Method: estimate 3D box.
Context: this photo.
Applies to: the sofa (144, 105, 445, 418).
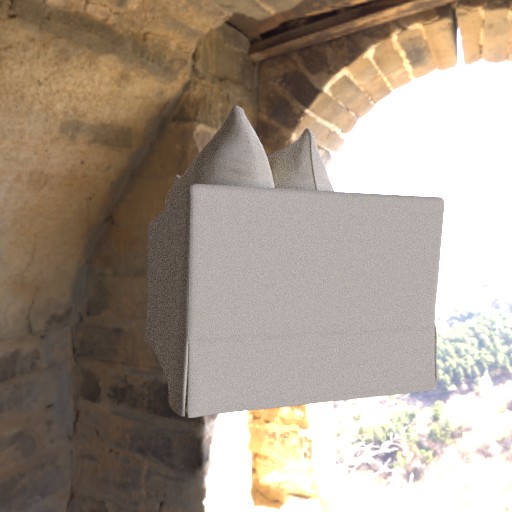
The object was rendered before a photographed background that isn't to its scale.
[{"bbox_3d":[0.000,0.000,2.262,1.026,1.039,1.608,0,-1,-18],"label":"sofa"}]
